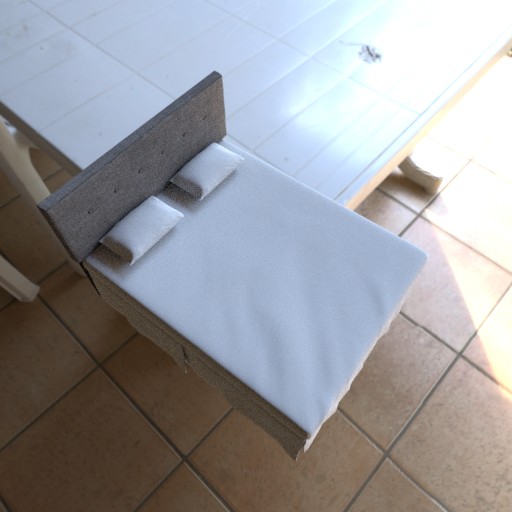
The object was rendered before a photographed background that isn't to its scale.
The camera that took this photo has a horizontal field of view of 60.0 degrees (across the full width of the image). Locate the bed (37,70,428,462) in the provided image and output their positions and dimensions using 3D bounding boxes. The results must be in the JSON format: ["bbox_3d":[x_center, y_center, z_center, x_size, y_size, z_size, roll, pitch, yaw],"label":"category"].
[{"bbox_3d":[0.000,0.000,3.039,1.958,1.168,1.621,33,63,19],"label":"bed"}]
